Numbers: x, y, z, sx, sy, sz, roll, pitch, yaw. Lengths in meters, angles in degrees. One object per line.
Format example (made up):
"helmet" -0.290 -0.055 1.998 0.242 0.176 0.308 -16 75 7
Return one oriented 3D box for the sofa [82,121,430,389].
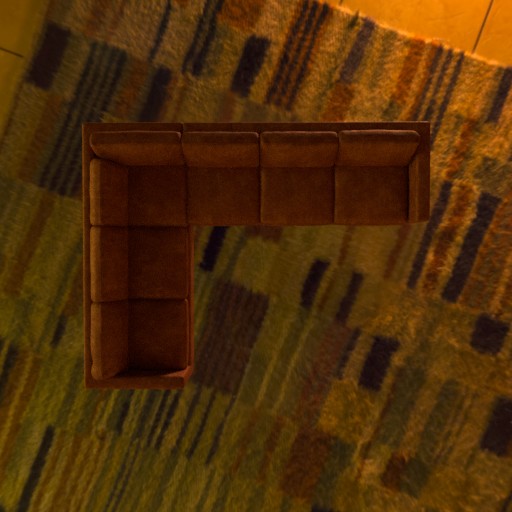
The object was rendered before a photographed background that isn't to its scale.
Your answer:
"sofa" 0.000 0.000 4.296 3.150 0.838 2.438 0 91 1
